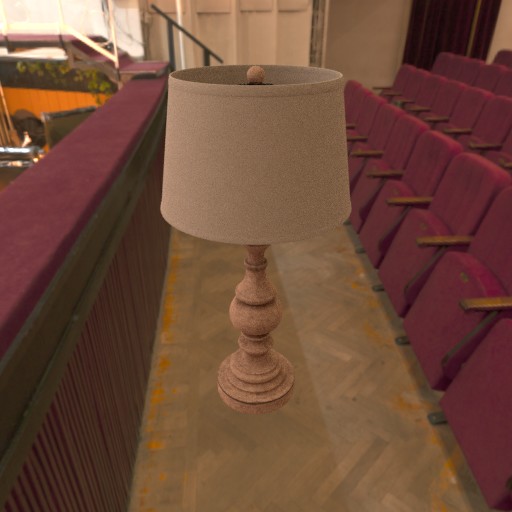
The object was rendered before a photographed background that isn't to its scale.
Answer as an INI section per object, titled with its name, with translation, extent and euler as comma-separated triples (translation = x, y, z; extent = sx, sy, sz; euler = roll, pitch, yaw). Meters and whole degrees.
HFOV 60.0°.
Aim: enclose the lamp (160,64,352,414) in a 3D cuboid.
[lamp]
translation = 0.000, 0.000, 0.857
extent = 0.340, 0.678, 0.340
euler = 0, 29, 0
